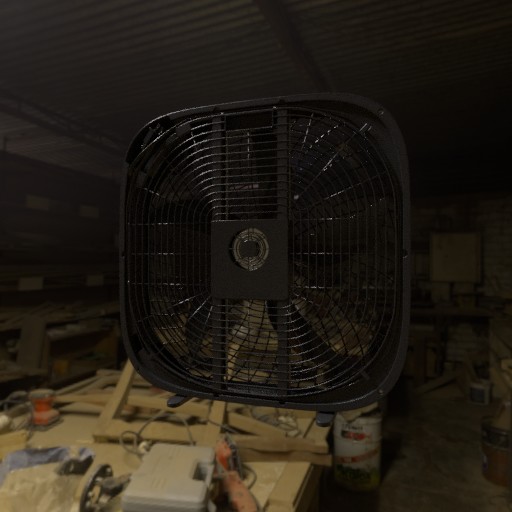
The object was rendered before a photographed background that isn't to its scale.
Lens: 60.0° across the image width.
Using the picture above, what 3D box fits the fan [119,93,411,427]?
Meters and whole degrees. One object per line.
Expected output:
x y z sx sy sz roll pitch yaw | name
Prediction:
0.000 0.000 0.796 0.526 0.533 0.142 0 0 19 | fan
